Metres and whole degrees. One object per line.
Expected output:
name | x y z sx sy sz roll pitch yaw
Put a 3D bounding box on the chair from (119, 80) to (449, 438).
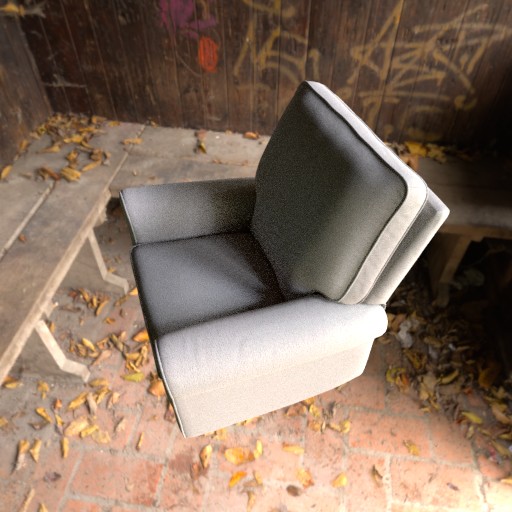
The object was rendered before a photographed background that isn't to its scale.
chair | 0.000 0.000 1.610 0.878 0.960 0.890 -15 49 -13
